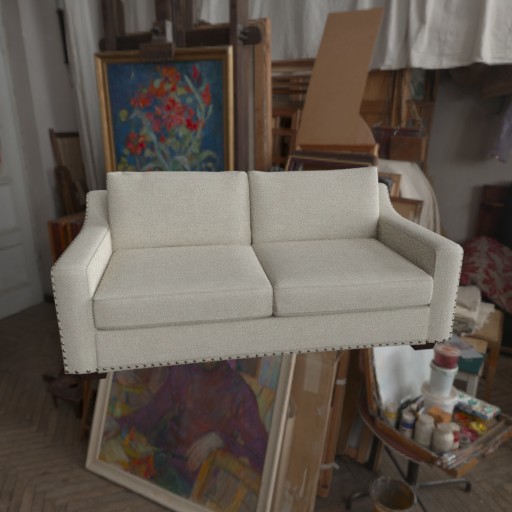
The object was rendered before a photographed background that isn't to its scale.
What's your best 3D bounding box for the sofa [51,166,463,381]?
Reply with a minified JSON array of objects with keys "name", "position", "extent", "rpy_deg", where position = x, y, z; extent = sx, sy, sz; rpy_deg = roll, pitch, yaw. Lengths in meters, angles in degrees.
[{"name":"sofa","position":[0.000,0.000,2.730],"extent":[2.107,0.983,1.104],"rpy_deg":[-3,18,-9]}]
